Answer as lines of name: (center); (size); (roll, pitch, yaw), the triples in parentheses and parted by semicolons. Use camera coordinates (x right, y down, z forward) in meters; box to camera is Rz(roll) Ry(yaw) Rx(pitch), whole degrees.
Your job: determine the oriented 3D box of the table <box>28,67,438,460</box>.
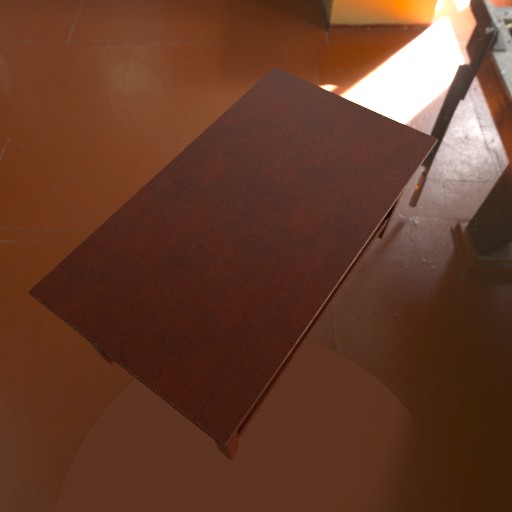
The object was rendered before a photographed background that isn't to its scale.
table: (0.000, 0.000, 1.264); (0.533, 0.456, 0.943); (31, 63, 18)
